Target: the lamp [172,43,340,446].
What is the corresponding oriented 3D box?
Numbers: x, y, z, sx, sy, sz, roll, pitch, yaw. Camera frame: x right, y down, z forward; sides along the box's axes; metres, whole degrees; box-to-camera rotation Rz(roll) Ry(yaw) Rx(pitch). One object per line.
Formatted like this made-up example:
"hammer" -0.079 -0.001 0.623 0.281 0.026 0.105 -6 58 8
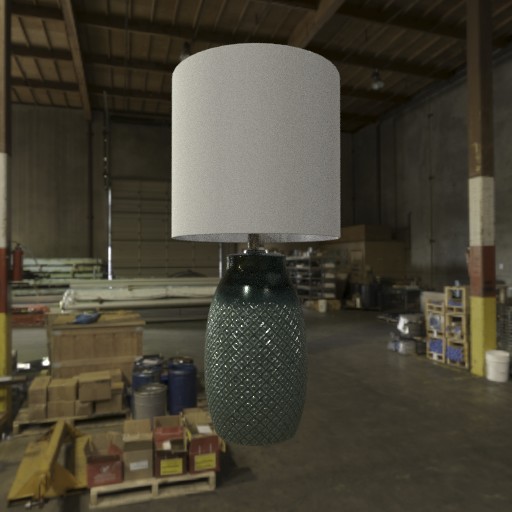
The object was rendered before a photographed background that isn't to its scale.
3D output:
"lamp" 0.000 0.000 0.579 0.217 0.453 0.217 0 -1 -17
